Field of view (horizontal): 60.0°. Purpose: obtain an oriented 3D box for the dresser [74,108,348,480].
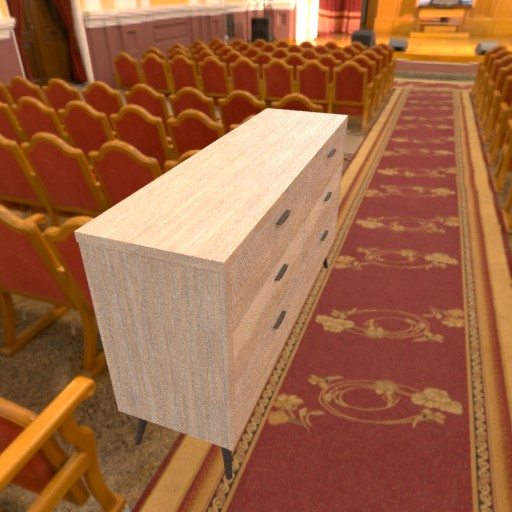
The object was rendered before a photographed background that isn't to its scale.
[{"bbox_3d":[0.000,0.000,1.962,0.457,0.914,1.524,11,33,18],"label":"dresser"}]
